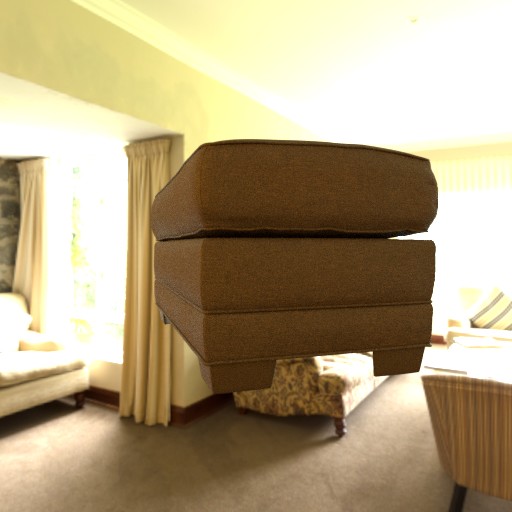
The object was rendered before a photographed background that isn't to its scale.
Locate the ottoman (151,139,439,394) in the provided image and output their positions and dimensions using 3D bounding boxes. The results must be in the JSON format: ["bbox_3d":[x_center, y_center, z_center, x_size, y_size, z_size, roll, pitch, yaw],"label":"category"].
[{"bbox_3d":[0.000,0.000,1.183,0.490,0.448,0.864,0,1,-18],"label":"ottoman"}]
